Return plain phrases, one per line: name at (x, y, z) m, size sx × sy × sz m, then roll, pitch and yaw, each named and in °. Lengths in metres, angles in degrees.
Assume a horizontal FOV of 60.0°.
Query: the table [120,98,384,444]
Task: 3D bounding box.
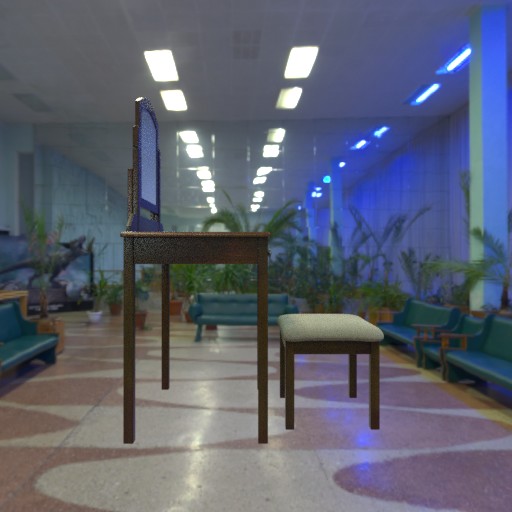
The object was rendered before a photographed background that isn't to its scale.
table at (0.000, 0.000, 2.335) m, size 1.211 × 1.631 × 0.876 m, roll 0°, pitch 0°, yaw 0°
